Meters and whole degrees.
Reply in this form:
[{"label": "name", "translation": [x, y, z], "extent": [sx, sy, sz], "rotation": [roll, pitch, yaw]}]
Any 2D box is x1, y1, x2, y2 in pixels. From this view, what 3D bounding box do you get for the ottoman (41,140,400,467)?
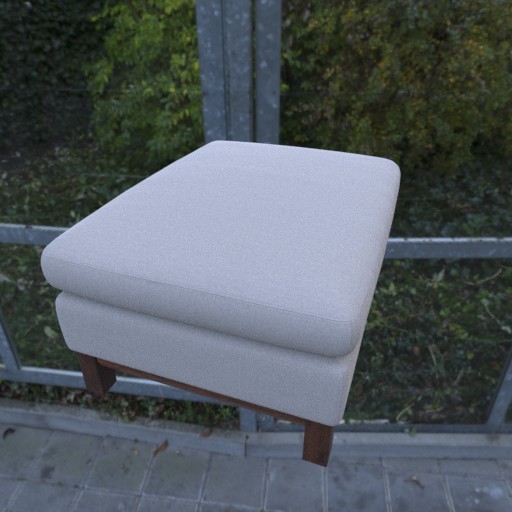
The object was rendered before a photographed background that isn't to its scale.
[{"label": "ottoman", "translation": [0.000, 0.000, 1.096], "extent": [0.606, 0.420, 0.771], "rotation": [11, 32, 17]}]
